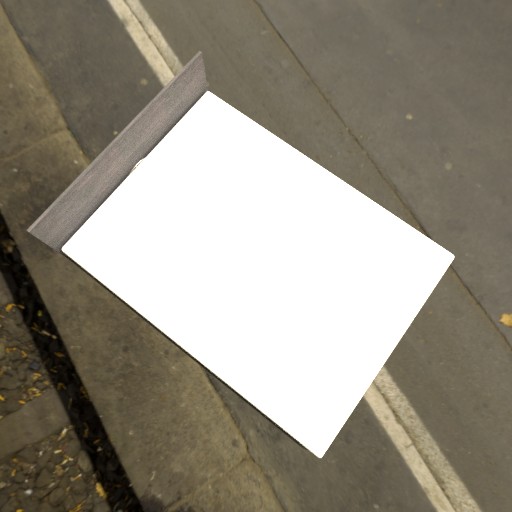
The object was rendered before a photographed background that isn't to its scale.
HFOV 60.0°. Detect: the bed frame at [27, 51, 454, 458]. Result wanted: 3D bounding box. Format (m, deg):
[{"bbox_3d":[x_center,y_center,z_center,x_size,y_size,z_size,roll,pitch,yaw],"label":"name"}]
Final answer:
[{"bbox_3d":[0.000,0.000,2.656,1.900,0.800,1.400,36,77,10],"label":"bed frame"}]
